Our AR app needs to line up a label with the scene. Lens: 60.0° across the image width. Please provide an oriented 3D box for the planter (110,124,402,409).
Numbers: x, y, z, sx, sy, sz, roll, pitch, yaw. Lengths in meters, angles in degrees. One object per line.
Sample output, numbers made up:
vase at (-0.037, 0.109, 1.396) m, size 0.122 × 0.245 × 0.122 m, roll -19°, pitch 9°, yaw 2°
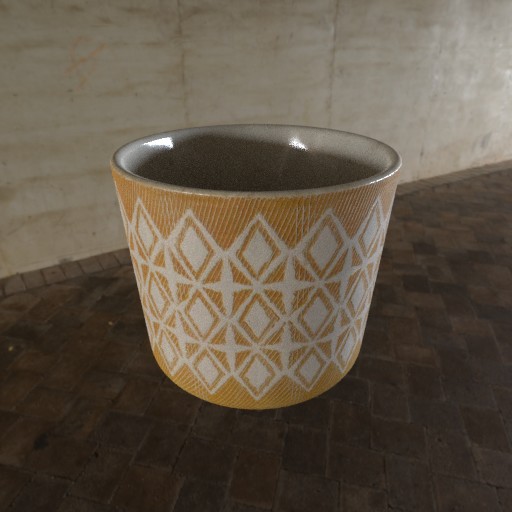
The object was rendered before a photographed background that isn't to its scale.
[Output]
planter at (0.000, 0.000, 0.341) m, size 0.193 × 0.165 × 0.193 m, roll 0°, pitch 27°, yaw 0°
